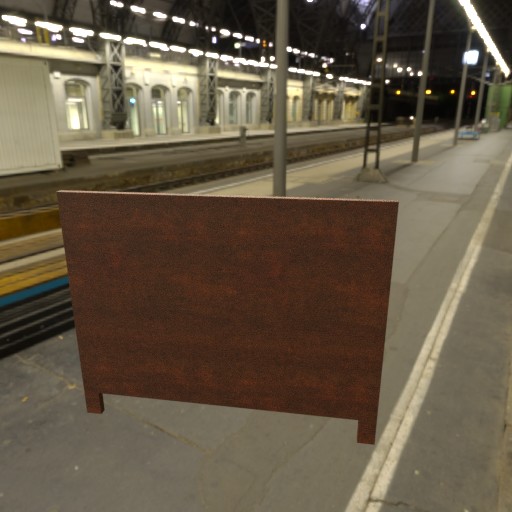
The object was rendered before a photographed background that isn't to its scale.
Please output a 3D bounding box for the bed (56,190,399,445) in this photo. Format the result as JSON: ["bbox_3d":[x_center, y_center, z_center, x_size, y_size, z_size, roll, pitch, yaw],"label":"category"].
[{"bbox_3d":[0.000,0.000,3.243,1.600,1.270,2.184,3,18,9],"label":"bed"}]
